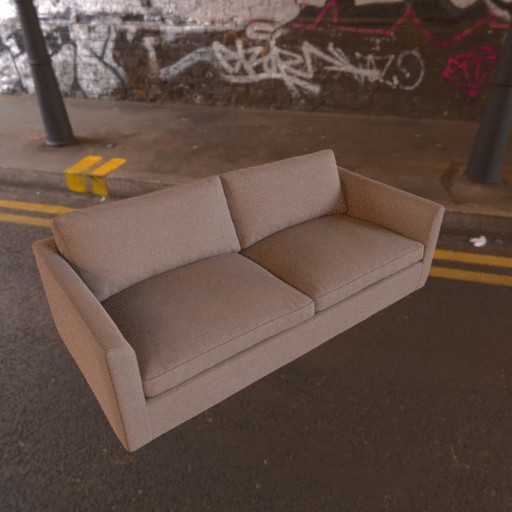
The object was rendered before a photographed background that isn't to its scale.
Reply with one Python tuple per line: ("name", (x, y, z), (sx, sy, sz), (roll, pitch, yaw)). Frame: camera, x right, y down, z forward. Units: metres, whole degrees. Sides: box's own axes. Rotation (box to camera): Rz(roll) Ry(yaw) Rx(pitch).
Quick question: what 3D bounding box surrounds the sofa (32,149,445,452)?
("sofa", (0.000, 0.000, 2.716), (2.588, 0.838, 1.090), (-21, 36, -32))
